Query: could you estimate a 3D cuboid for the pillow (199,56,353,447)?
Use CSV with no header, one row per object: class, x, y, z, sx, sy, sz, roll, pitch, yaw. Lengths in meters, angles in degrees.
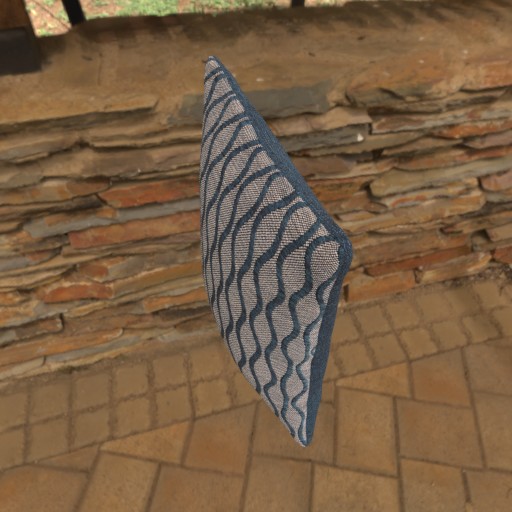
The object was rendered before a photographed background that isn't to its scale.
pillow,0.000,0.000,0.666,0.159,0.435,0.435,-15,49,-14
